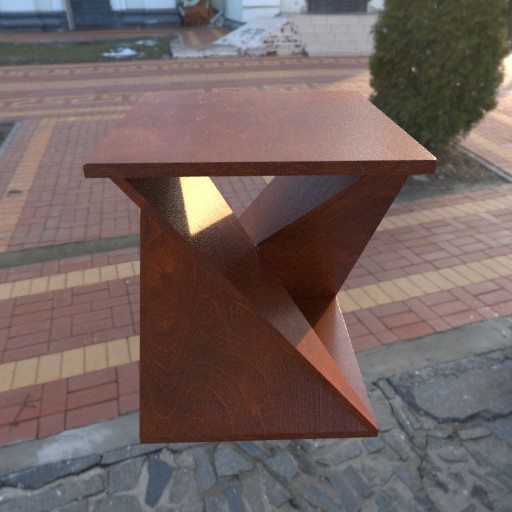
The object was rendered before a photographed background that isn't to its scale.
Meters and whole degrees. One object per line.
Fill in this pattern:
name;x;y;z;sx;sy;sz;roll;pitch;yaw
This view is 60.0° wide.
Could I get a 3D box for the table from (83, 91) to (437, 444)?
table;0.000;0.000;0.848;0.427;0.520;0.427;-1;31;-2
